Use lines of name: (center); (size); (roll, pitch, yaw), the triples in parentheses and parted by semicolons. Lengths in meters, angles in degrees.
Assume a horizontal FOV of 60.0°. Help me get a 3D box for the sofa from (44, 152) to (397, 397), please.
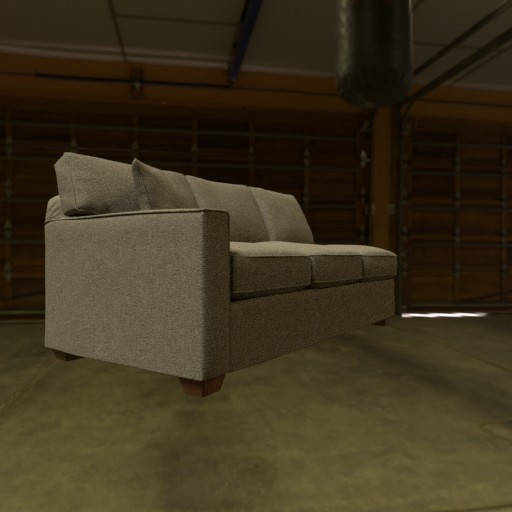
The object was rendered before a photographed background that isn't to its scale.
sofa: (0.000, 0.000, 2.536); (1.034, 0.946, 1.963); (0, 1, 36)
